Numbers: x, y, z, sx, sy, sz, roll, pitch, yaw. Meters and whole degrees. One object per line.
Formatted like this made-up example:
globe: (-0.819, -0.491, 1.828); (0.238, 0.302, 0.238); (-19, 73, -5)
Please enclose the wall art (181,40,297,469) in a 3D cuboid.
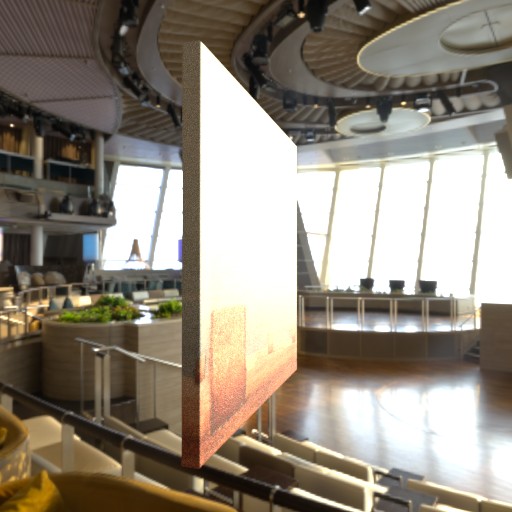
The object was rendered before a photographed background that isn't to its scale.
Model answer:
wall art: (0.000, 0.000, 0.917); (0.034, 0.605, 0.605); (0, -1, 18)
